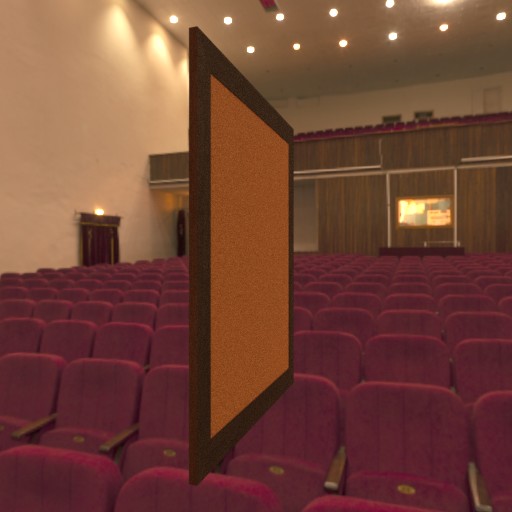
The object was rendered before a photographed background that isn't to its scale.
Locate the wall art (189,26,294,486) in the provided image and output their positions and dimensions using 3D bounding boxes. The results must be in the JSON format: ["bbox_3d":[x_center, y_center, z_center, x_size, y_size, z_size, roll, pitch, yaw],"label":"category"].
[{"bbox_3d":[0.000,0.000,0.776,0.013,0.570,0.476,0,0,19],"label":"wall art"}]
